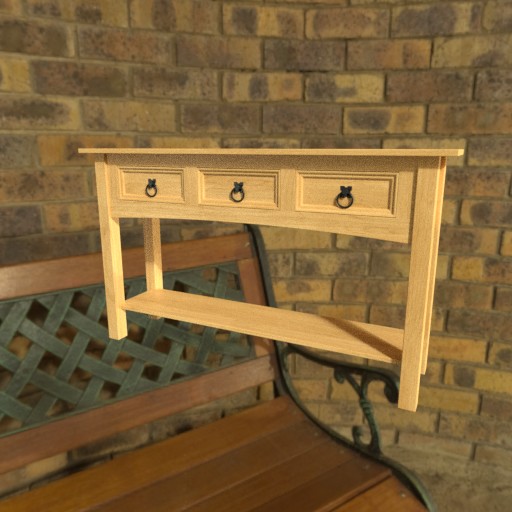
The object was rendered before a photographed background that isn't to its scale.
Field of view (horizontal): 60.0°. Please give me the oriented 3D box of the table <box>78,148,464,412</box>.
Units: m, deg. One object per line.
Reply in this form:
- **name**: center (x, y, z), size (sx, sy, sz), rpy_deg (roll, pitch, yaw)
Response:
- **table**: center (0.000, 0.000, 1.550), size (1.240, 0.730, 0.350), rpy_deg (7, 15, 25)
